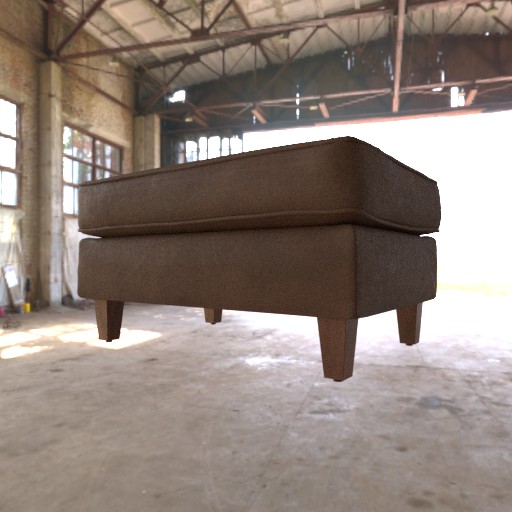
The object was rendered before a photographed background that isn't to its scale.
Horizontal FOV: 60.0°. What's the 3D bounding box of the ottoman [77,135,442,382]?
[{"bbox_3d":[0.000,0.000,1.220,0.860,0.481,0.596,-1,-1,36],"label":"ottoman"}]
